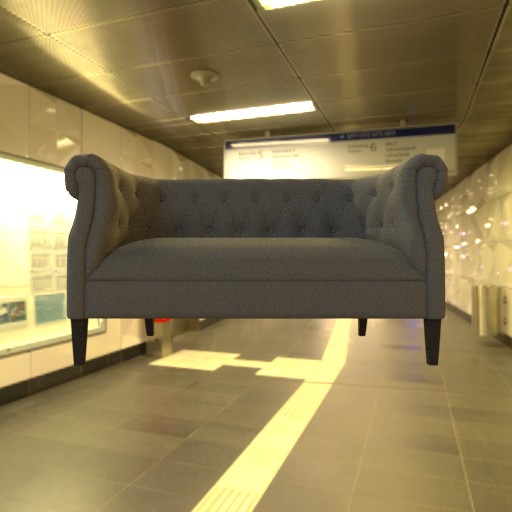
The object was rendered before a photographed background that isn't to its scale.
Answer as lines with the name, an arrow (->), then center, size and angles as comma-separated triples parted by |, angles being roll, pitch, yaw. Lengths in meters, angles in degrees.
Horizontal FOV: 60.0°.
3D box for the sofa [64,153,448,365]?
sofa -> 0.000, 0.000, 2.051 | 1.558, 0.827, 0.835 | 0, 0, 0
